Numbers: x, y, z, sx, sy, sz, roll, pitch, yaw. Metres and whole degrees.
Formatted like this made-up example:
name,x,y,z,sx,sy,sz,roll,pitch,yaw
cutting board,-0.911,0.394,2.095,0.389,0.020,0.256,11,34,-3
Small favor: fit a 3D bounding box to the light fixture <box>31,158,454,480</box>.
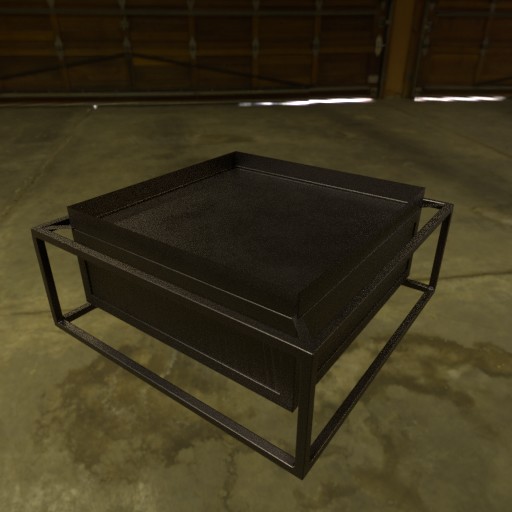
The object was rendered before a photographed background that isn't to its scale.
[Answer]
name,x,y,z,sx,sy,sz,roll,pitch,yaw
light fixture,0.000,0.000,0.676,0.441,0.191,0.441,19,33,32
